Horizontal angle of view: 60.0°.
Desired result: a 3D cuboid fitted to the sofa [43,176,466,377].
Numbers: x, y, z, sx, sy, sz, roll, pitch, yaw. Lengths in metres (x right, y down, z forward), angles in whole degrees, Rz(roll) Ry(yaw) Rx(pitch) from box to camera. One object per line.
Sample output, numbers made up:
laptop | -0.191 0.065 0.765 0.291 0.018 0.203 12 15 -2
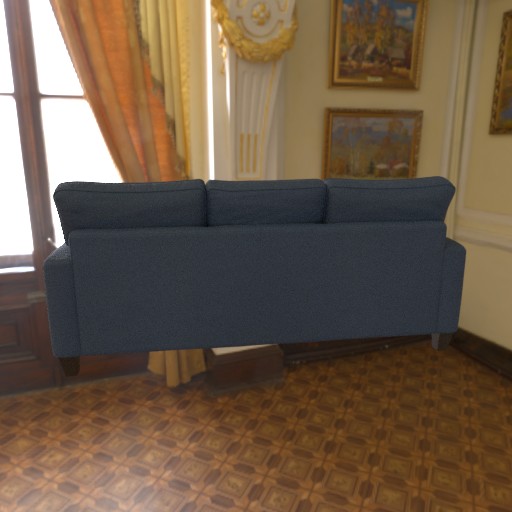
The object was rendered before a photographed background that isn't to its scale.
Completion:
sofa | 0.000 0.000 2.655 2.158 0.965 0.951 -2 14 -8
